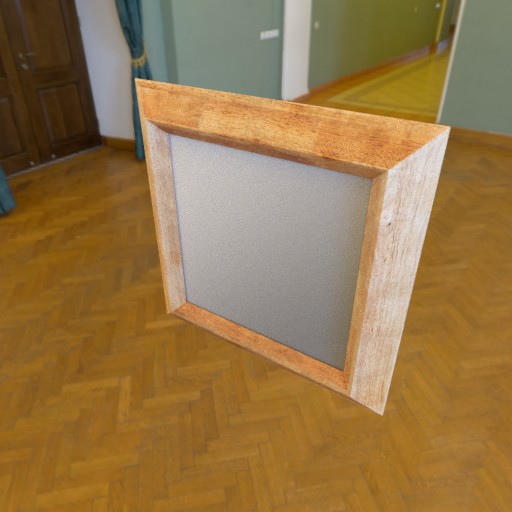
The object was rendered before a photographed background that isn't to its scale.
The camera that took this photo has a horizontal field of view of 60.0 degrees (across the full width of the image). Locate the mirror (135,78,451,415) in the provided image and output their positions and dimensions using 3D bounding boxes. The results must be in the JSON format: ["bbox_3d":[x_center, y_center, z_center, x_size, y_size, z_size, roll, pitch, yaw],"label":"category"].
[{"bbox_3d":[0.000,0.000,0.957,0.651,0.651,0.047,19,37,28],"label":"mirror"}]
